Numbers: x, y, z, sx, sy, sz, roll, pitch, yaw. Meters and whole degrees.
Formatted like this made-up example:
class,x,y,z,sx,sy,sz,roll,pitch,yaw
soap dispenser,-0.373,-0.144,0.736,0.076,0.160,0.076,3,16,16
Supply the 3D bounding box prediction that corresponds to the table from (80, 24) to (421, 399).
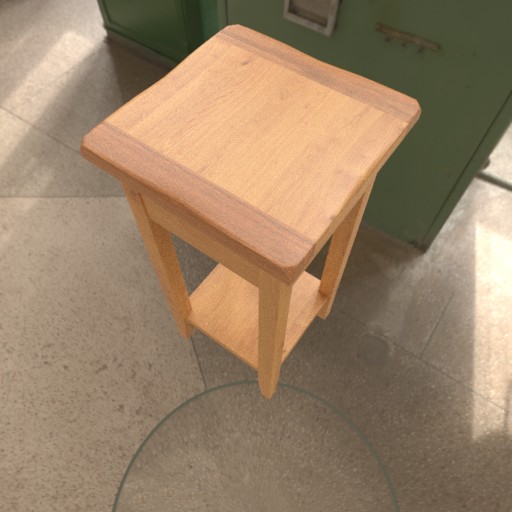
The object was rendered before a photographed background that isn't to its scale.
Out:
class,x,y,z,sx,sy,sz,roll,pitch,yaw
table,0.000,0.000,0.953,0.360,0.740,0.360,32,64,18
